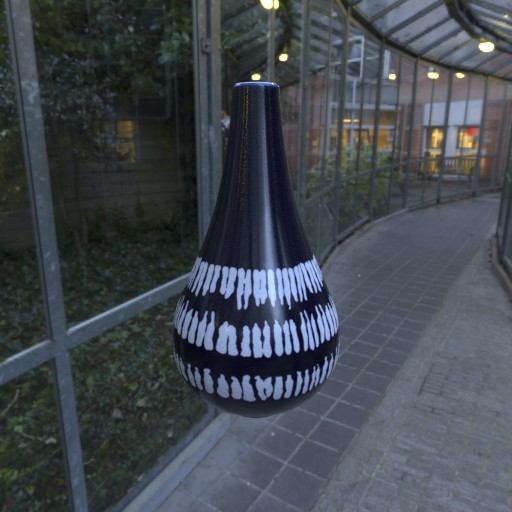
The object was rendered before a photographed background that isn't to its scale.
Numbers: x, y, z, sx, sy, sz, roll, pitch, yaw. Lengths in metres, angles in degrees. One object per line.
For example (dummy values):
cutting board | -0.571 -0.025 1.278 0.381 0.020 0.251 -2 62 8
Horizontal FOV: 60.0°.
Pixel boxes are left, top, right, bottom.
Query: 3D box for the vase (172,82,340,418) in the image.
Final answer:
vase | 0.000 0.000 0.406 0.159 0.295 0.159 0 15 0
